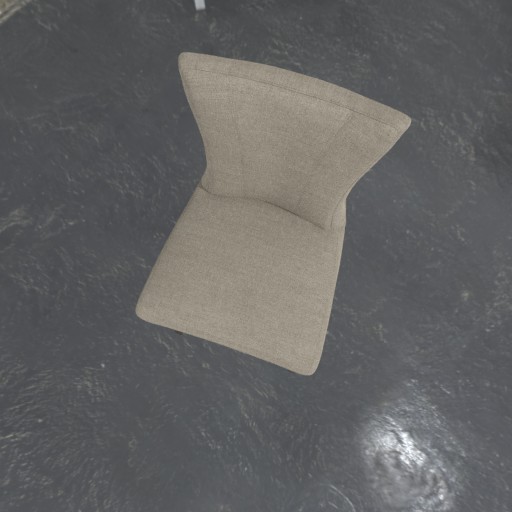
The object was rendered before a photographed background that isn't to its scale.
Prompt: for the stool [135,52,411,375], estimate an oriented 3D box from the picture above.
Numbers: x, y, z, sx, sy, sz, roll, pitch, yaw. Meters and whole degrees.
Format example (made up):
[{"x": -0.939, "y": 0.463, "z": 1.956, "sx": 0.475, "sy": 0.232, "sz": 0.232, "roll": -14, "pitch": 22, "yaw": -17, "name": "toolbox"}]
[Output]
[{"x": 0.000, "y": 0.000, "z": 1.327, "sx": 0.514, "sy": 1.000, "sz": 0.574, "roll": 18, "pitch": 75, "yaw": 5, "name": "stool"}]
